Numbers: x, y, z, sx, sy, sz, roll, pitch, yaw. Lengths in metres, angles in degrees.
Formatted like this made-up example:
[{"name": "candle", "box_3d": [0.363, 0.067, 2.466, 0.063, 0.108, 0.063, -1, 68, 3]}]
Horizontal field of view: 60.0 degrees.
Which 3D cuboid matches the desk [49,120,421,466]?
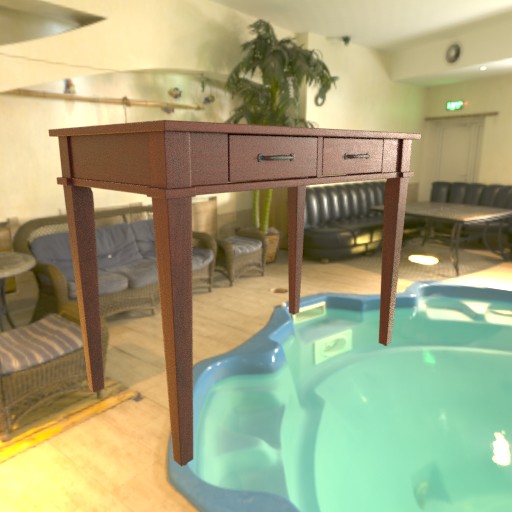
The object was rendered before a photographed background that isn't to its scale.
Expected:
[{"name": "desk", "box_3d": [0.000, 0.000, 1.411, 1.001, 0.762, 0.549, -13, 19, -43]}]
